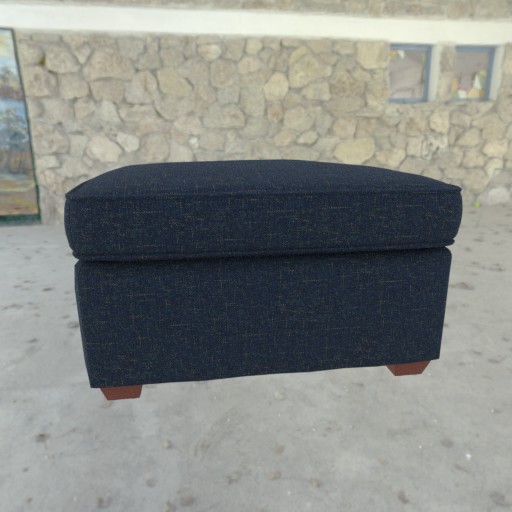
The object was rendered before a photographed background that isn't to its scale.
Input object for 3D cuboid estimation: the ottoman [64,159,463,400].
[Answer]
[{"bbox_3d":[0.000,0.000,1.070,0.749,0.450,0.549,-2,15,-9],"label":"ottoman"}]
